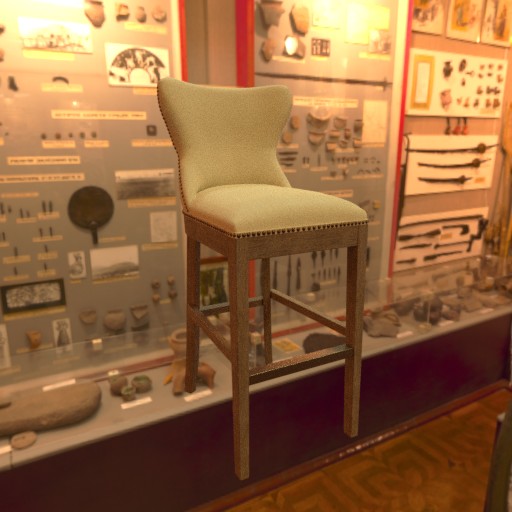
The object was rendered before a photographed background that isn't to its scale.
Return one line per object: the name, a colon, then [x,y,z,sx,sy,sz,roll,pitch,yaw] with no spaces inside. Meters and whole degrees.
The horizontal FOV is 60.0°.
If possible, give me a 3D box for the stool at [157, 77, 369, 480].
stool: [0.000,0.000,1.460,0.494,1.123,0.606,-8,16,-27]
